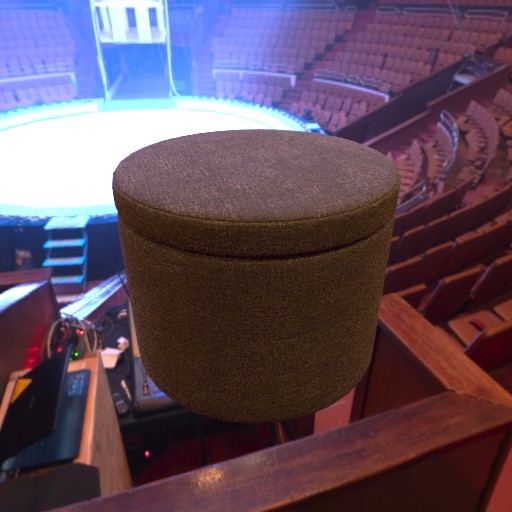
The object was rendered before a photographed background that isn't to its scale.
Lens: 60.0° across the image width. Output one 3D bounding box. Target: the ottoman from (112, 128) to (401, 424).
[{"bbox_3d":[0.000,0.000,0.880,0.500,0.419,0.500,0,29,0],"label":"ottoman"}]
